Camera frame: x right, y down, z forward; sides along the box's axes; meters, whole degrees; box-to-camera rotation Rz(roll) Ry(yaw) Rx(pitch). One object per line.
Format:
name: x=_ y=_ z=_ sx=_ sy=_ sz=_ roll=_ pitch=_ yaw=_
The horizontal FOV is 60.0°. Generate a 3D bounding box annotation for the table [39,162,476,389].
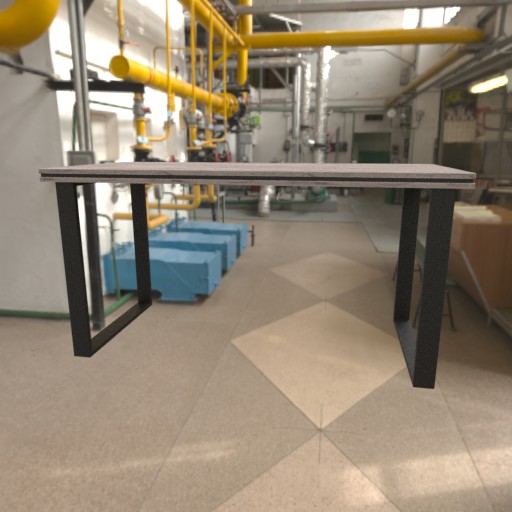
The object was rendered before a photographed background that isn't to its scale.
table: x=0.000 y=0.000 z=2.260 sx=1.778 sy=0.899 sz=0.795 roll=3 pitch=14 yaw=10
